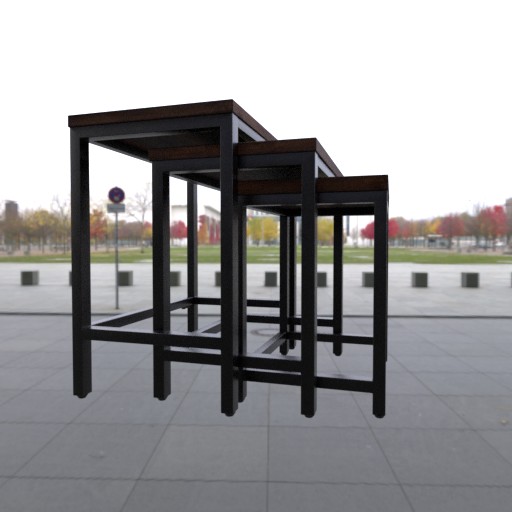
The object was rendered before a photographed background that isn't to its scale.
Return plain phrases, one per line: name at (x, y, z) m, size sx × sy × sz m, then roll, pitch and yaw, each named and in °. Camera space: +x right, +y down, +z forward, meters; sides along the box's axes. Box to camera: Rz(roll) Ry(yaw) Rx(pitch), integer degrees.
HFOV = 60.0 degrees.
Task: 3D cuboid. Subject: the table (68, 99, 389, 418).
table at (0.000, 0.000, 1.153) m, size 0.660 × 0.616 × 0.608 m, roll 1°, pitch 2°, yaw 17°
